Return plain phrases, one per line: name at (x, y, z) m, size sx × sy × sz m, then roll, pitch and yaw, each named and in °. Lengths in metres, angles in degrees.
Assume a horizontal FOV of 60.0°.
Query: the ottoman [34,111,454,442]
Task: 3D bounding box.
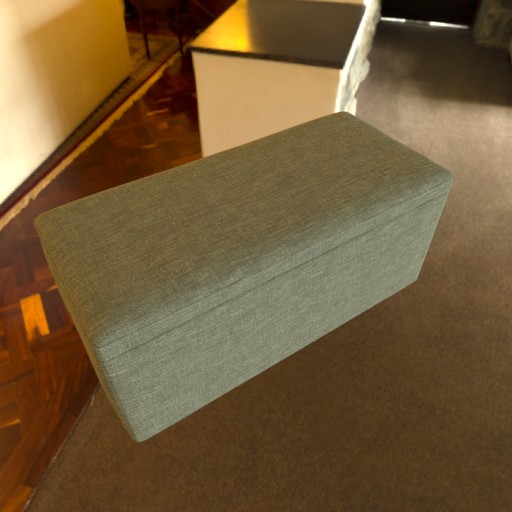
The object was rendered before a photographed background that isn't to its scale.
ottoman at (0.000, 0.000, 1.124) m, size 0.902 × 0.432 × 0.419 m, roll -25°, pitch 50°, yaw -23°
